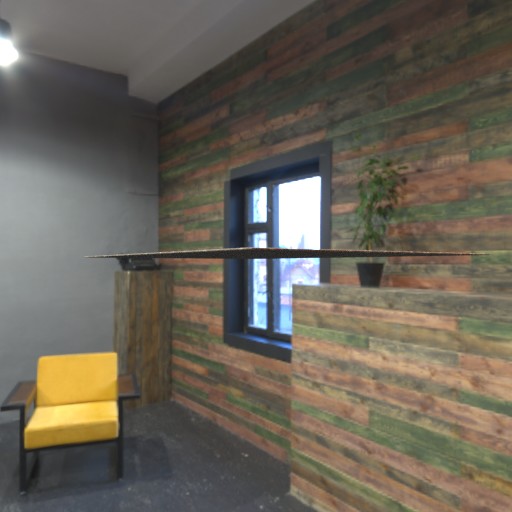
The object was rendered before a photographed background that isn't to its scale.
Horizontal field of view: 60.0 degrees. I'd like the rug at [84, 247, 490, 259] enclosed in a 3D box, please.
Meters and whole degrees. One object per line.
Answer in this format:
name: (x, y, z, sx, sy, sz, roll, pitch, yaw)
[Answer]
rug: (0.000, 0.000, 4.372, 2.438, 0.010, 3.353, 1, -1, -35)
